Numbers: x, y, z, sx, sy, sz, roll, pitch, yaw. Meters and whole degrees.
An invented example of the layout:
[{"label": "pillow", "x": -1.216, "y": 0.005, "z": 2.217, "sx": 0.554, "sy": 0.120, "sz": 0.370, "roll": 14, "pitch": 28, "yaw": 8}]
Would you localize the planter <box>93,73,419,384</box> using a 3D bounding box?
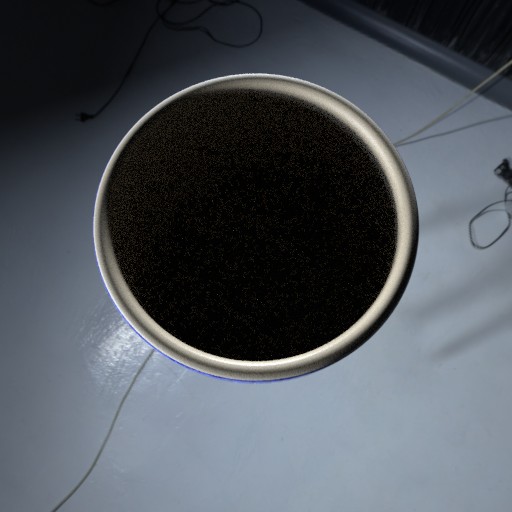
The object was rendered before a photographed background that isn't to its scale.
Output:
[{"label": "planter", "x": 0.000, "y": 0.000, "z": 0.199, "sx": 0.109, "sy": 0.112, "sz": 0.109, "roll": 0, "pitch": 75, "yaw": 0}]
